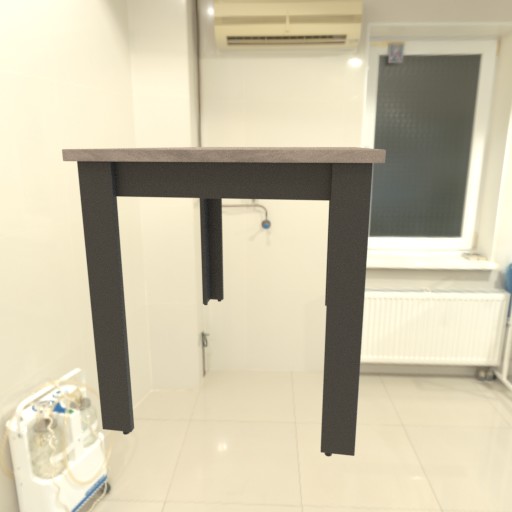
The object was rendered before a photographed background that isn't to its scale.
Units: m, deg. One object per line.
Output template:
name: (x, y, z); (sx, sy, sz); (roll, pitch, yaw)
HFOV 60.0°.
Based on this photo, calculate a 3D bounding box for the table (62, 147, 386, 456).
table: (0.000, 0.000, 1.548); (0.700, 0.734, 1.100); (2, 14, 9)
